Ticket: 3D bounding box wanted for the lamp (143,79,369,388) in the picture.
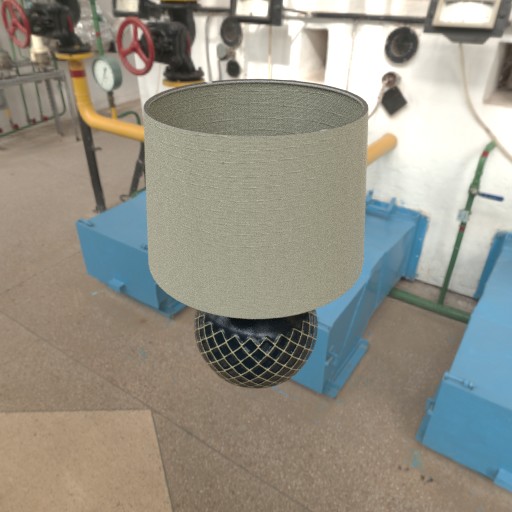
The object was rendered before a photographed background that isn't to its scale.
[{"bbox_3d":[0.000,0.000,0.798,0.376,0.540,0.376,0,33,0],"label":"lamp"}]
